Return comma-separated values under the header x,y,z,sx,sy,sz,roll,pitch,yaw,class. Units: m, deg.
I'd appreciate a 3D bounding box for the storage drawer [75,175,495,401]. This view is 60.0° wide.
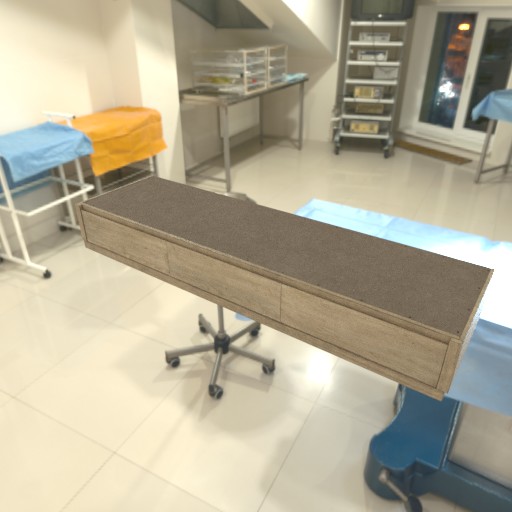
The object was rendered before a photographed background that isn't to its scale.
x,y,z,sx,sy,sz,roll,pitch,yaw,class
0.000,0.000,2.257,2.072,0.274,0.591,19,35,30,storage drawer
